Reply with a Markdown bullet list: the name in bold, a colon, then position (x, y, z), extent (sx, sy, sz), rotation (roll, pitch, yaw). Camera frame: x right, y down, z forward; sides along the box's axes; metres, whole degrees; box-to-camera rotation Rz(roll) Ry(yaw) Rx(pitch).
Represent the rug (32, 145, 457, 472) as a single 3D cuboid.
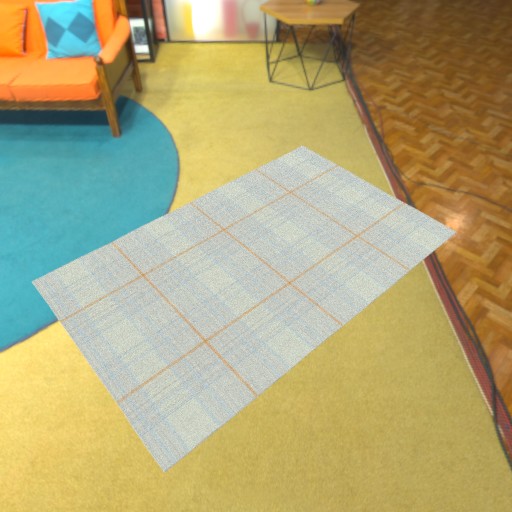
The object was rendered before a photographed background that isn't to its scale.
- **rug**: position (0.000, 0.000, 2.970), extent (2.442, 0.016, 1.527), rotation (-32, 53, -28)
